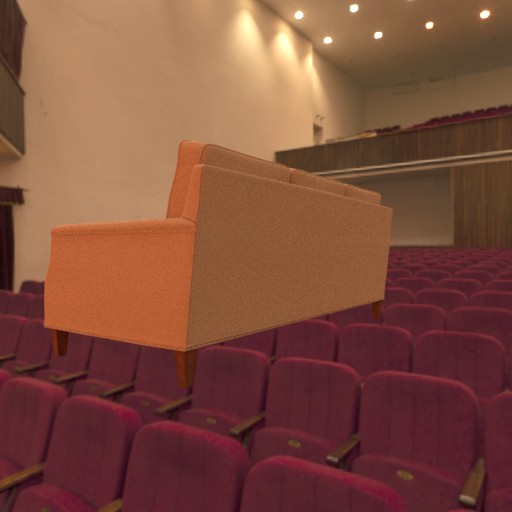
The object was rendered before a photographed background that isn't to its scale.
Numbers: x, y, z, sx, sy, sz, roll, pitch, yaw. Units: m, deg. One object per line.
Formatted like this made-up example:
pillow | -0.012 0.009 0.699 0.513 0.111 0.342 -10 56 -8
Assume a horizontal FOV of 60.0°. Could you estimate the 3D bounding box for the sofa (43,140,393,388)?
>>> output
sofa | 0.000 0.000 2.836 1.084 1.003 2.246 1 1 35
